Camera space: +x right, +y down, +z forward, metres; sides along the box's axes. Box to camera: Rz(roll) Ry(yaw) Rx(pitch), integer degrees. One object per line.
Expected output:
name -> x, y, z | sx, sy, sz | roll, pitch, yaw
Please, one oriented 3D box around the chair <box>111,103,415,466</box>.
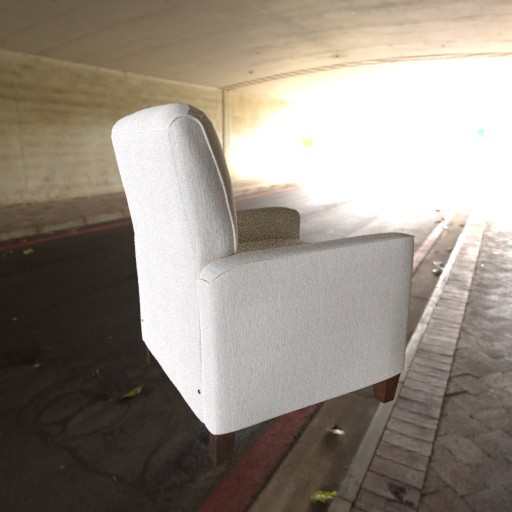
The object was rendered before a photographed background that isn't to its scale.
chair -> 0.000, 0.000, 1.651 | 0.858, 1.028, 0.841 | -8, 16, -28
